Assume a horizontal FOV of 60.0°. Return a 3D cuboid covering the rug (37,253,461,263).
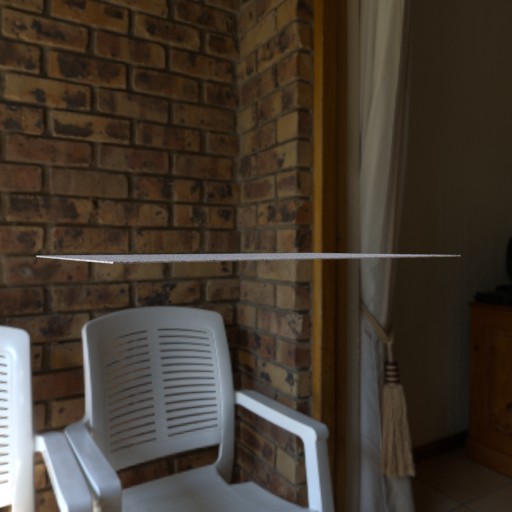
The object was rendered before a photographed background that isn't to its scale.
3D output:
[{"bbox_3d":[0.000,0.000,2.982,2.428,0.007,1.519,-1,1,-36],"label":"rug"}]
